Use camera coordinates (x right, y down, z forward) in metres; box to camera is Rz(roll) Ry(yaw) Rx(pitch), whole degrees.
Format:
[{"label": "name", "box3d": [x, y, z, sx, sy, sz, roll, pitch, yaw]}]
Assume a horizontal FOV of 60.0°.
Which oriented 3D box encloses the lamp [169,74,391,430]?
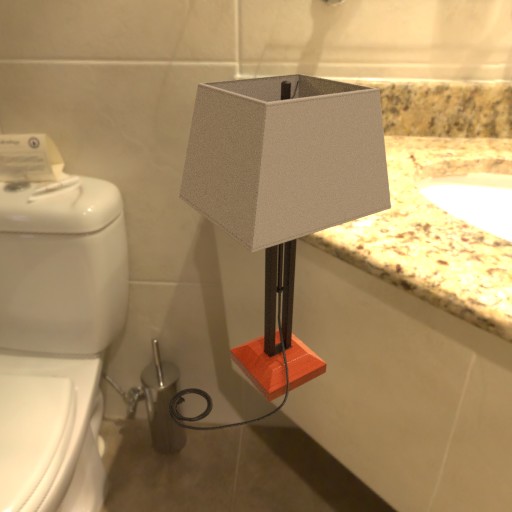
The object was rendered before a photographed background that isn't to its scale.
[{"label": "lamp", "box3d": [0.000, 0.000, 1.007, 0.498, 0.737, 0.310, -18, 34, -28]}]
